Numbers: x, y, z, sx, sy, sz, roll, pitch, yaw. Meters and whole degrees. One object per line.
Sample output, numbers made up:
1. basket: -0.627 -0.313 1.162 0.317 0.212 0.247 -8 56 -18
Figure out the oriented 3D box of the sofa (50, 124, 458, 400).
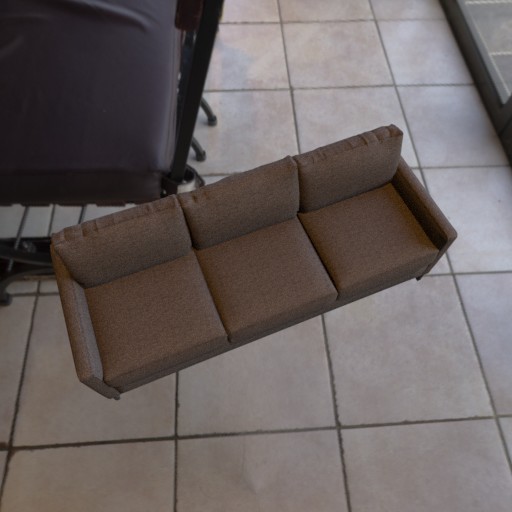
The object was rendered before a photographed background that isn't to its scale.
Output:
1. sofa: 0.000 0.000 2.714 2.253 0.882 0.876 -20 64 -10
